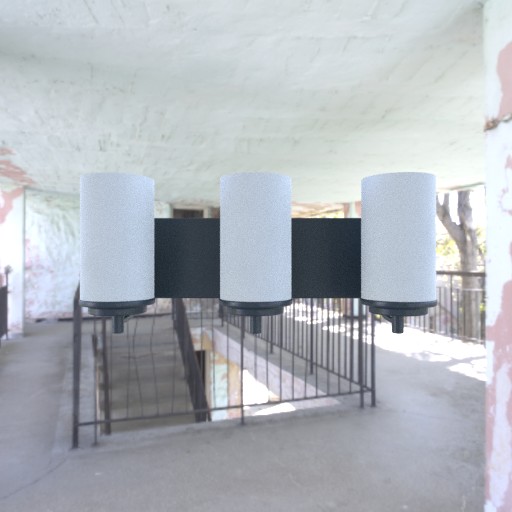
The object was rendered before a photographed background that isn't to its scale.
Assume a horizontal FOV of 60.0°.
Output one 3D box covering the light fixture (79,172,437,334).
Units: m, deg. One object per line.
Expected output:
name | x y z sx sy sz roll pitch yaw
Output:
light fixture | 0.000 0.000 0.527 0.451 0.172 0.145 0 0 0
